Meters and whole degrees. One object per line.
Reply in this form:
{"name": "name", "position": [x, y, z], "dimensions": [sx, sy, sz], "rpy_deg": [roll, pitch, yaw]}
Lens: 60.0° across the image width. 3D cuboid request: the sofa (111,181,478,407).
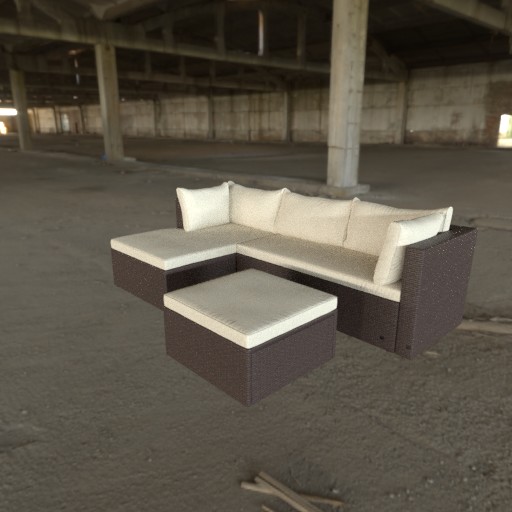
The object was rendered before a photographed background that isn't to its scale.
{"name": "sofa", "position": [0.000, 0.000, 2.959], "dimensions": [1.612, 0.766, 2.192], "rpy_deg": [-15, 23, -41]}
